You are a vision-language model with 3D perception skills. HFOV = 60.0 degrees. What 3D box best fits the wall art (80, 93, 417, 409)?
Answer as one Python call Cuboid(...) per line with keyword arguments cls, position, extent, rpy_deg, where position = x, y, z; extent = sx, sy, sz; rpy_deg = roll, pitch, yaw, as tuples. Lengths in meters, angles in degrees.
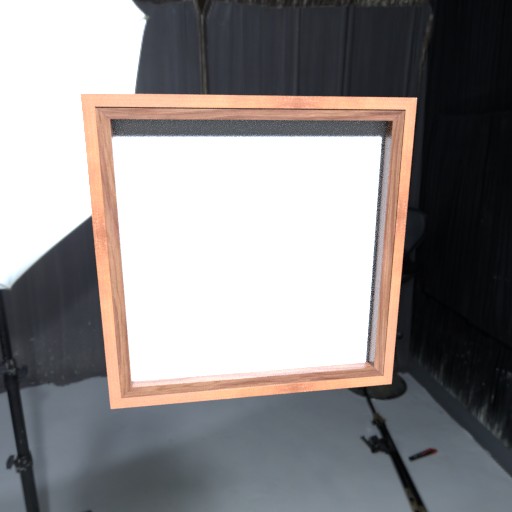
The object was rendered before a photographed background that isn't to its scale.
Cuboid(cls="wall art", position=(0.000, 0.000, 0.594), extent=(0.403, 0.403, 0.035), rpy_deg=(-2, 15, -9))
